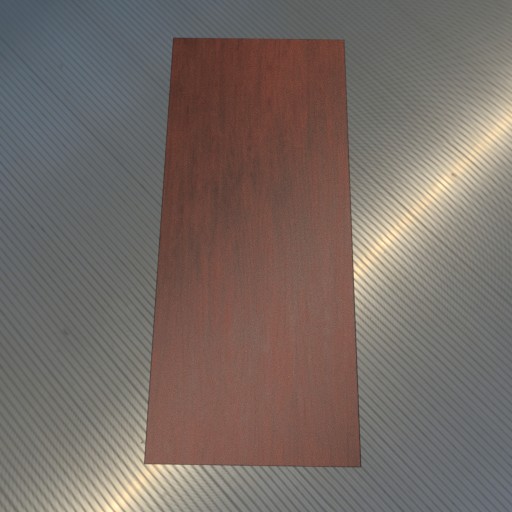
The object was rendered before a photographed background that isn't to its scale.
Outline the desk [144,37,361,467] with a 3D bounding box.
[{"bbox_3d":[0.000,0.000,1.748,0.600,0.761,1.372,1,76,0],"label":"desk"}]
